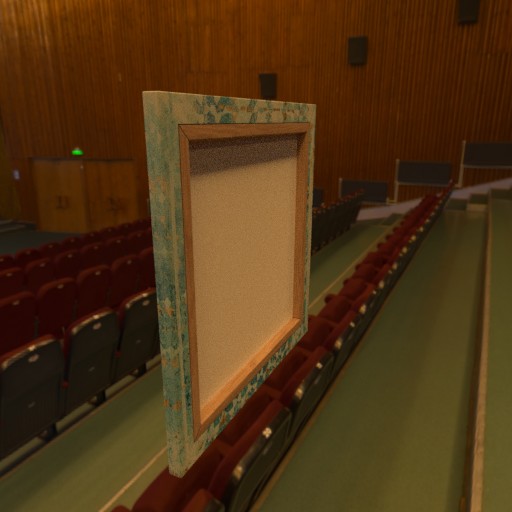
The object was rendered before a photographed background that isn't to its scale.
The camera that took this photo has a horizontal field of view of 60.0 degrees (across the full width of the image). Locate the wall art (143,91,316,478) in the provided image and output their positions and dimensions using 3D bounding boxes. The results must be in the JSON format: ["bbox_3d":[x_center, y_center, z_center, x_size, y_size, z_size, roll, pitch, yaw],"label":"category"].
[{"bbox_3d":[0.000,0.000,1.380,0.040,0.916,0.916,8,19,25],"label":"wall art"}]
